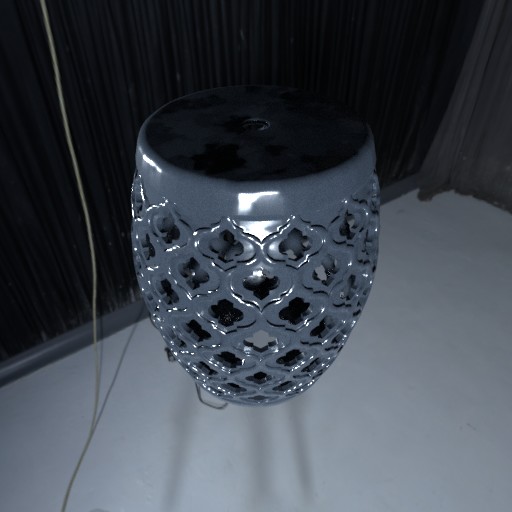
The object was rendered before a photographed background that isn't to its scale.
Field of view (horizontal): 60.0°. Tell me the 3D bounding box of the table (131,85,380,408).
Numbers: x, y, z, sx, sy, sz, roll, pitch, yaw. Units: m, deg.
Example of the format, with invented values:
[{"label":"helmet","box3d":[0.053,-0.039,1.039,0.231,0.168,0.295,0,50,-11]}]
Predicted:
[{"label":"table","box3d":[0.000,0.000,0.621,0.325,0.388,0.325,0,41,0]}]
